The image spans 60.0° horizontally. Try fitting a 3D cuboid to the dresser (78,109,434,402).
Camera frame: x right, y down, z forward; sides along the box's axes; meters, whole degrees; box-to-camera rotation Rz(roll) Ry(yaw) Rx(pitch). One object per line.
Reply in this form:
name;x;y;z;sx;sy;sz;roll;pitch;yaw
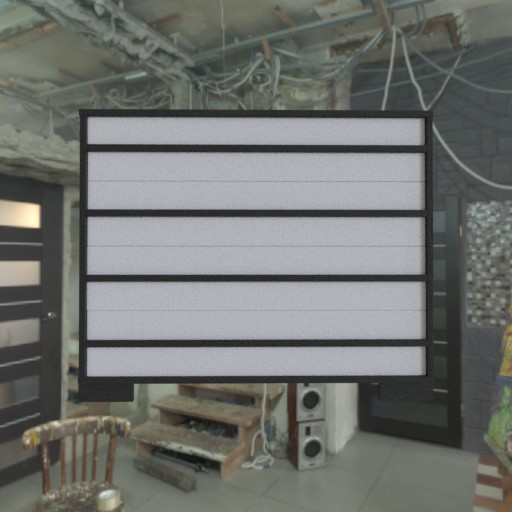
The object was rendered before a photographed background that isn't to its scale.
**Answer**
dresser;0.000;0.000;1.438;0.994;0.816;0.404;0;-1;-1
